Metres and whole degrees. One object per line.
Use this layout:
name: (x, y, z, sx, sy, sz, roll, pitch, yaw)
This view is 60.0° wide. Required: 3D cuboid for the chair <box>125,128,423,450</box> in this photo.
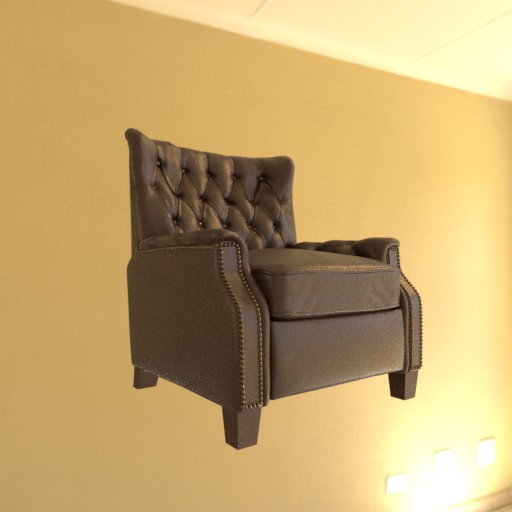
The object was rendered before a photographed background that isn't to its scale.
chair: (0.000, 0.000, 1.466, 0.709, 0.864, 0.823, 1, -1, -36)
